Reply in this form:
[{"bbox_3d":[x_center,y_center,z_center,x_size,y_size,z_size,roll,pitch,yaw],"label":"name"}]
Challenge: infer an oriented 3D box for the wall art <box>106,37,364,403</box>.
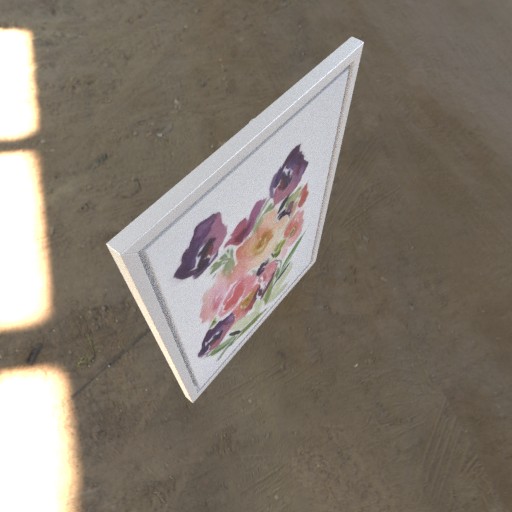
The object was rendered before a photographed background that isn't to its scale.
[{"bbox_3d":[0.000,0.000,1.394,0.042,1.056,0.805,35,64,19],"label":"wall art"}]
